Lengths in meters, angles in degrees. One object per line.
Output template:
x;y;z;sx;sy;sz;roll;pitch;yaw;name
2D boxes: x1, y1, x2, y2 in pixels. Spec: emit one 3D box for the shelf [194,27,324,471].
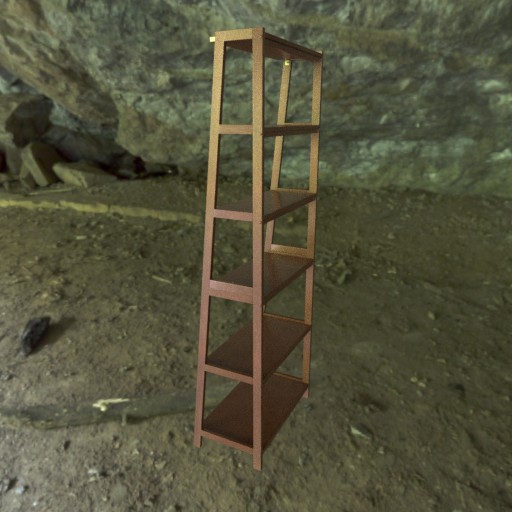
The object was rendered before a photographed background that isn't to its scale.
0.000;0.000;2.172;0.382;1.892;0.660;9;19;25;shelf
